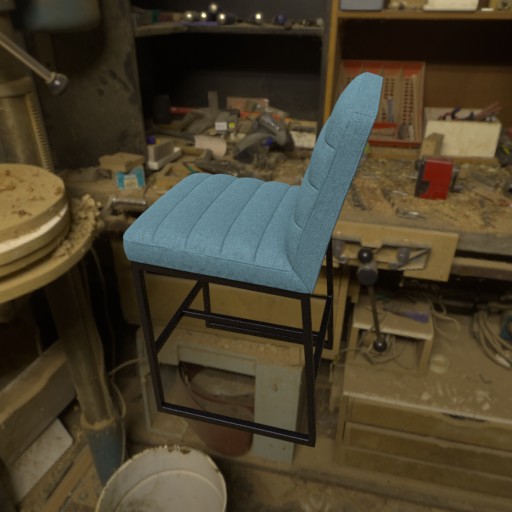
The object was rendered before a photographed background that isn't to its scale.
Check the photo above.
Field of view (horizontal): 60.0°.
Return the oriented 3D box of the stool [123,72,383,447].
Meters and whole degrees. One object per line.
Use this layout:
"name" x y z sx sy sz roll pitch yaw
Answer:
"stool" 0.000 0.000 1.251 0.560 0.940 0.460 8 31 13
